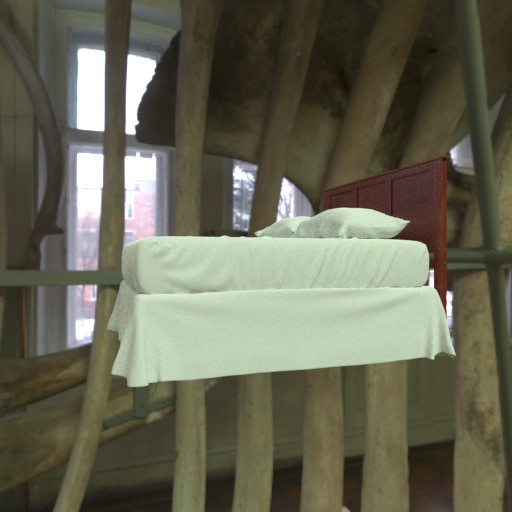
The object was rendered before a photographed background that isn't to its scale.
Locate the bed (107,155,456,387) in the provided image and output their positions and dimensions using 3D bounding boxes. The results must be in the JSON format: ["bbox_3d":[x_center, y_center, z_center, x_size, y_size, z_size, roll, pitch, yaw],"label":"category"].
[{"bbox_3d":[0.000,0.000,3.246,2.050,1.270,1.870,0,0,-19],"label":"bed"}]
